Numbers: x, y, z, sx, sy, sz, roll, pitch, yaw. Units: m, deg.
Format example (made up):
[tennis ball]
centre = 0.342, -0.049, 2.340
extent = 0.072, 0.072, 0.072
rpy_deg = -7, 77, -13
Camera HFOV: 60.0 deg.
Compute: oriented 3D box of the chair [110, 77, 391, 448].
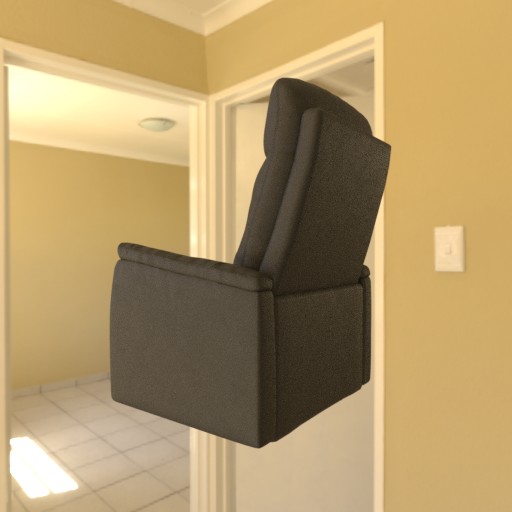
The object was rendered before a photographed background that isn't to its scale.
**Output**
[chair]
centre = 0.000, 0.000, 1.643
extent = 0.831, 1.082, 0.775
rpy_deg = 1, 1, 37
